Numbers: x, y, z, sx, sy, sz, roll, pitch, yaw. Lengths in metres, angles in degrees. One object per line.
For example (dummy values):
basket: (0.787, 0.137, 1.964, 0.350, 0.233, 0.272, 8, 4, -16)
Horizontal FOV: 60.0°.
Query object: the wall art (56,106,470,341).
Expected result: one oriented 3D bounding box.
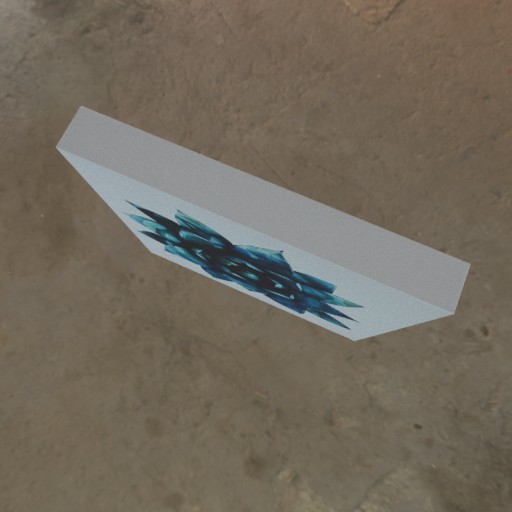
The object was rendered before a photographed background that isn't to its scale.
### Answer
wall art: (0.000, 0.000, 0.462, 0.305, 0.305, 0.038, 23, 77, 6)
